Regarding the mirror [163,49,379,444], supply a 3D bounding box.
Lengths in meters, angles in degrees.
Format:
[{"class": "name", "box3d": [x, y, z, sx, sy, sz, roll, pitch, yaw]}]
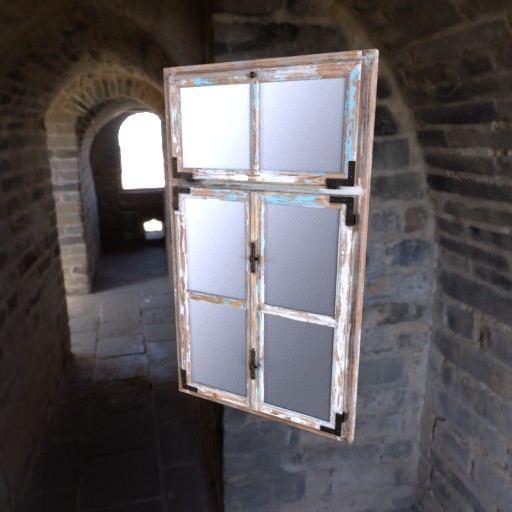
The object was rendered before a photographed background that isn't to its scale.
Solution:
[{"class": "mirror", "box3d": [0.000, 0.000, 1.476, 0.707, 1.213, 0.083, 7, 16, 27]}]
